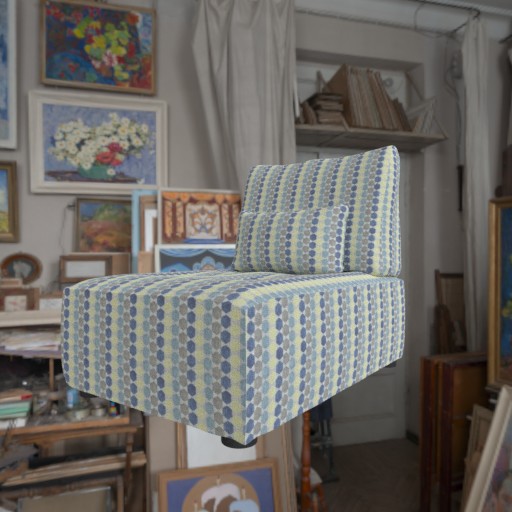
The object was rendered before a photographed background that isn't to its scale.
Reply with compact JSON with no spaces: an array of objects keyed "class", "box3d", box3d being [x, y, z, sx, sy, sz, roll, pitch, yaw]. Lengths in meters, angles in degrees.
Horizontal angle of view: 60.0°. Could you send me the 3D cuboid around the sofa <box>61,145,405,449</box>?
[{"class":"sofa","box3d":[0.000,0.000,1.503,0.700,0.820,1.000,0,1,37]}]
